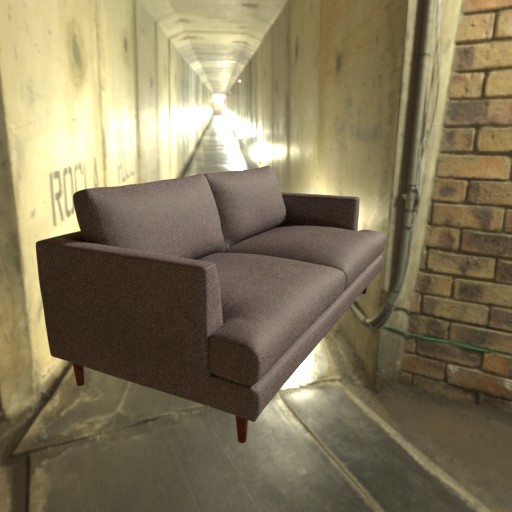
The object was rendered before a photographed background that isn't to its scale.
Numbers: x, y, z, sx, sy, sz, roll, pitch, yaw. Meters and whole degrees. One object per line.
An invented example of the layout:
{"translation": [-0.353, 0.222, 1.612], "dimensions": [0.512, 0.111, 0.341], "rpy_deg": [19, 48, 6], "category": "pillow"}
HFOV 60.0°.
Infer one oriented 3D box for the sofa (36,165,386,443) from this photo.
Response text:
{"translation": [0.000, 0.000, 2.430], "dimensions": [1.020, 0.868, 1.948], "rpy_deg": [8, 17, 26], "category": "sofa"}
